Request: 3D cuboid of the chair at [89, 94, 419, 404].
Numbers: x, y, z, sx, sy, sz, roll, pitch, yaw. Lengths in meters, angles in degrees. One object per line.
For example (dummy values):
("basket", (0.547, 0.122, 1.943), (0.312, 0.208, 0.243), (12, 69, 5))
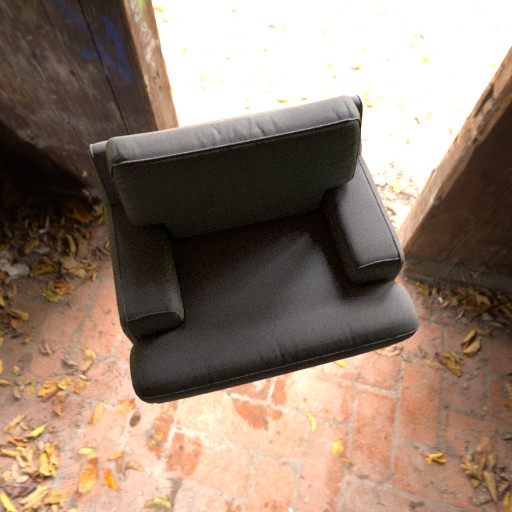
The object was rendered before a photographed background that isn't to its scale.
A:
("chair", (0.000, 0.000, 2.016), (1.270, 0.974, 1.043), (-13, 64, -6))
